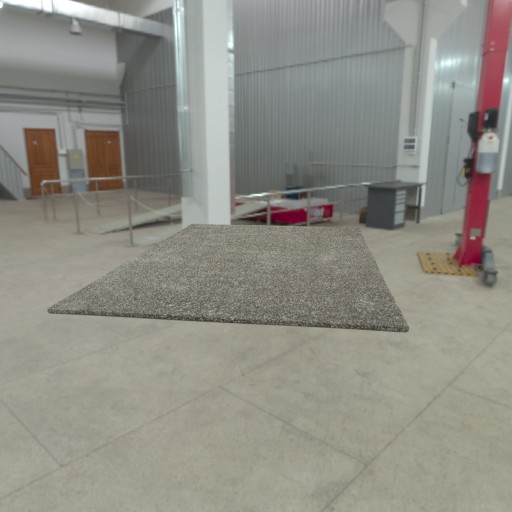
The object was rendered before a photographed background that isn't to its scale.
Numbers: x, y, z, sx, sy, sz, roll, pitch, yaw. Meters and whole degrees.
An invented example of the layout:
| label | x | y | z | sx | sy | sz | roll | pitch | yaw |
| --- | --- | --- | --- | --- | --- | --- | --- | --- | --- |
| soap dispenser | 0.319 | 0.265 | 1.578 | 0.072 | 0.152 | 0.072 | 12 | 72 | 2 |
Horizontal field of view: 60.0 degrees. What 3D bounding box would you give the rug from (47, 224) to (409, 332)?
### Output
| label | x | y | z | sx | sy | sz | roll | pitch | yaw |
| --- | --- | --- | --- | --- | --- | --- | --- | --- | --- |
| rug | 0.000 | 0.000 | 3.455 | 1.802 | 0.026 | 2.699 | 2 | 14 | 8 |
